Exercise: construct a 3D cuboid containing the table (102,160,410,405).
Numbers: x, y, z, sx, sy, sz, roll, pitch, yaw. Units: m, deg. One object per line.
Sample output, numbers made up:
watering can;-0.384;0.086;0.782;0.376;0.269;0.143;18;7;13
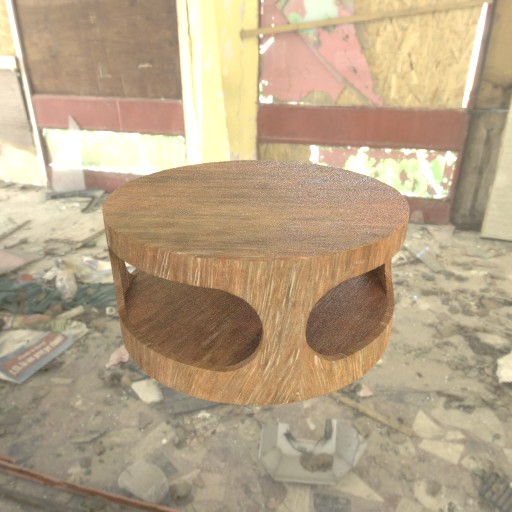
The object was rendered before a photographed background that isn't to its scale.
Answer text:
table;0.000;0.000;1.567;0.974;0.450;0.974;0;26;0
